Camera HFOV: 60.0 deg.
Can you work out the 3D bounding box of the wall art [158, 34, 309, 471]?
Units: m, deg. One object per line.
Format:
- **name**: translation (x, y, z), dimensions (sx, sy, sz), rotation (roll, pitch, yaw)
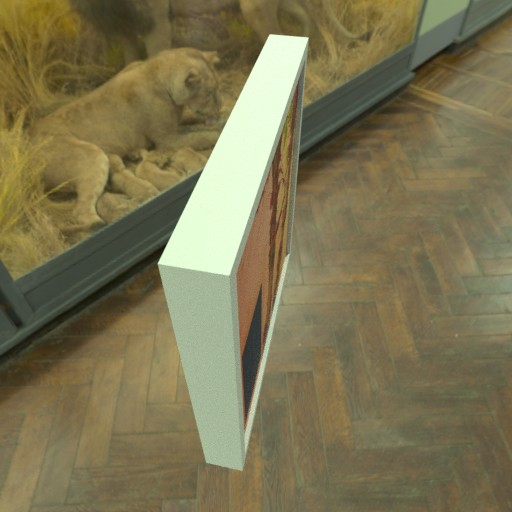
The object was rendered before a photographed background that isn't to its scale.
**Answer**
- **wall art**: translation (0.000, 0.000, 0.436), dimensions (0.038, 0.302, 0.305), rotation (9, 48, 8)
